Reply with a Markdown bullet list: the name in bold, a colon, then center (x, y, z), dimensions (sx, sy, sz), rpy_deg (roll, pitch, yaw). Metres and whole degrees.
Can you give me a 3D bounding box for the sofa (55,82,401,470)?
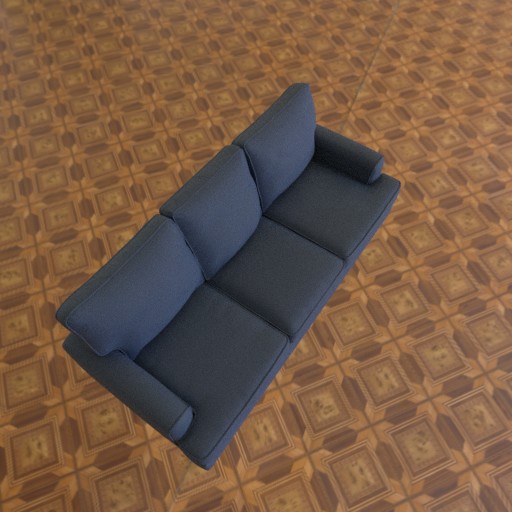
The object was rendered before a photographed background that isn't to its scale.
- **sofa**: center (0.000, 0.000, 2.651), dimensions (0.951, 0.965, 2.158), rpy_deg (31, 63, 18)
